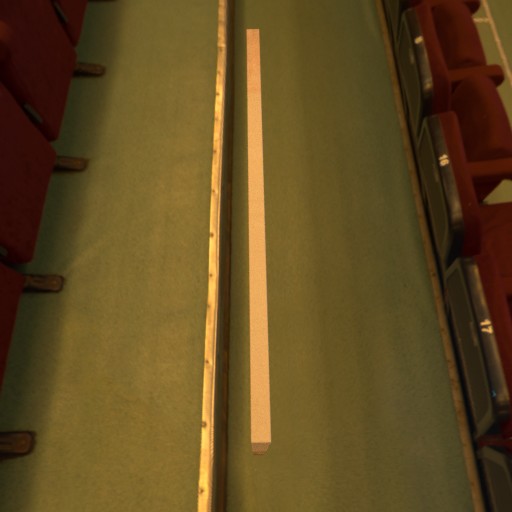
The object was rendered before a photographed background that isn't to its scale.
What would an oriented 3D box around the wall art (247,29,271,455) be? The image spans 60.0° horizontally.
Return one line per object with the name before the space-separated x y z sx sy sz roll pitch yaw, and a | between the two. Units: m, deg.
wall art | 0.000 0.000 1.418 0.041 0.758 1.142 -1 64 0
